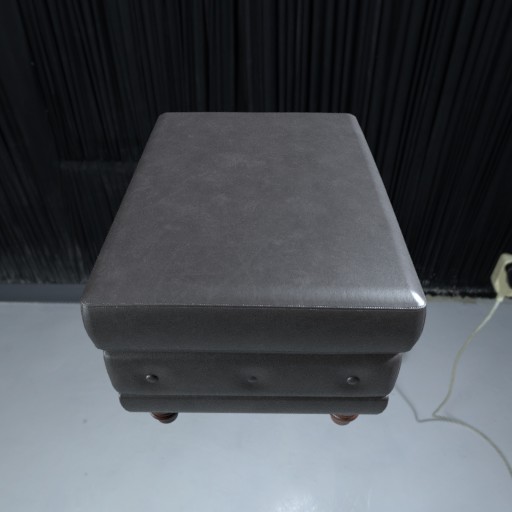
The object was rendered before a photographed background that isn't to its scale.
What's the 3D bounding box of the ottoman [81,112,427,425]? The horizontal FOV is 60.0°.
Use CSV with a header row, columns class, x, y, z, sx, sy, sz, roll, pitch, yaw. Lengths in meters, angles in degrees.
class,x,y,z,sx,sy,sz,roll,pitch,yaw
ottoman,0.000,0.000,1.157,0.590,0.498,0.795,0,40,0
